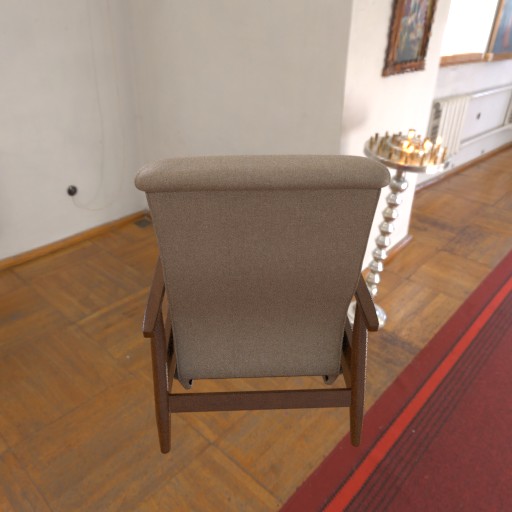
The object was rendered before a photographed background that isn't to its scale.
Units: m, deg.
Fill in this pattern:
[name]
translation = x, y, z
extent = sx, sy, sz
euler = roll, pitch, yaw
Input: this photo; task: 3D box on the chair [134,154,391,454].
[chair]
translation = 0.000, 0.000, 1.762
extent = 0.762, 1.082, 1.030
euler = -1, 30, -2
